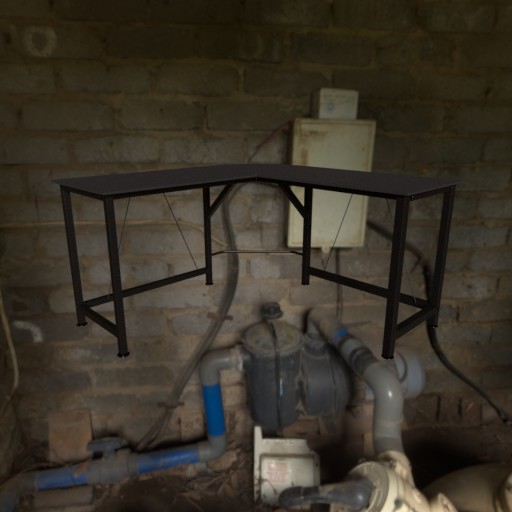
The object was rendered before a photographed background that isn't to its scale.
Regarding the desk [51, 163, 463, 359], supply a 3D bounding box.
[{"bbox_3d":[0.000,0.000,2.240,1.400,0.762,1.400,-16,23,-42],"label":"desk"}]
